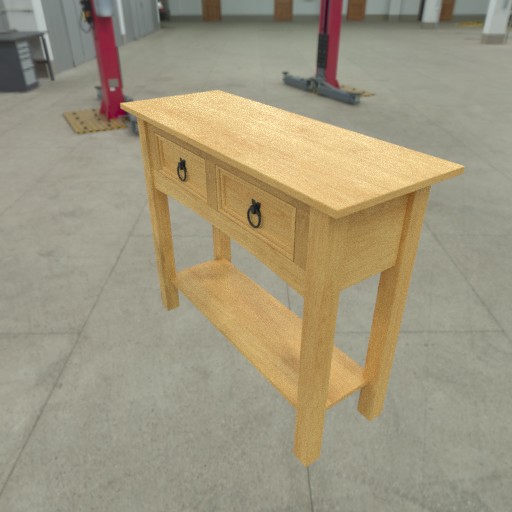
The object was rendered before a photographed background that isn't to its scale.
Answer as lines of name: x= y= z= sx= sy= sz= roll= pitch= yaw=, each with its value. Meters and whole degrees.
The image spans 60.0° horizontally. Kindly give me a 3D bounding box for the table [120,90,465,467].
table: x=0.000 y=0.000 z=1.263 sx=0.340 sy=0.728 sz=0.900 roll=-20 pitch=37 yaw=-30
